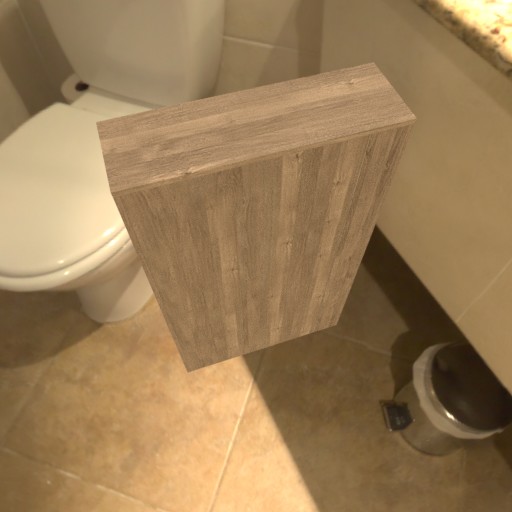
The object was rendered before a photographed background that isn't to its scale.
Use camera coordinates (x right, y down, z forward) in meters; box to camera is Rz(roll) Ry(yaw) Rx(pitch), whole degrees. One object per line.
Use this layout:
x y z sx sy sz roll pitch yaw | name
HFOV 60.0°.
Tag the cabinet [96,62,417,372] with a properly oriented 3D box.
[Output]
0.000 0.000 1.632 0.750 1.280 0.250 -16 59 -10 | cabinet
